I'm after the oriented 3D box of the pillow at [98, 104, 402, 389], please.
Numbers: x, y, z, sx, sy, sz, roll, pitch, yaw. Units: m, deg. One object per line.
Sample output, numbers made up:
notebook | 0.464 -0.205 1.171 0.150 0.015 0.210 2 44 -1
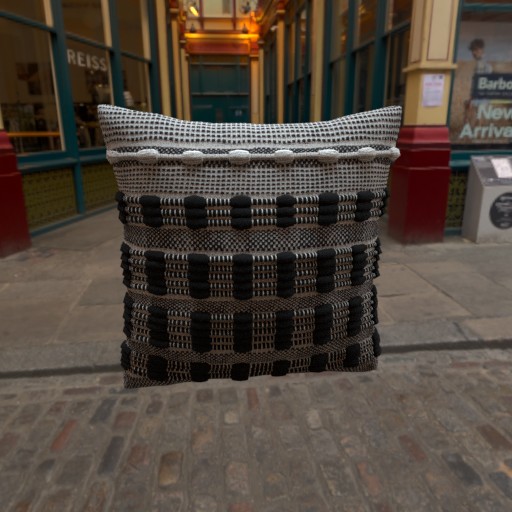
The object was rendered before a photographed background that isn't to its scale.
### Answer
pillow | 0.000 0.000 0.679 0.436 0.438 0.156 -2 17 -7
